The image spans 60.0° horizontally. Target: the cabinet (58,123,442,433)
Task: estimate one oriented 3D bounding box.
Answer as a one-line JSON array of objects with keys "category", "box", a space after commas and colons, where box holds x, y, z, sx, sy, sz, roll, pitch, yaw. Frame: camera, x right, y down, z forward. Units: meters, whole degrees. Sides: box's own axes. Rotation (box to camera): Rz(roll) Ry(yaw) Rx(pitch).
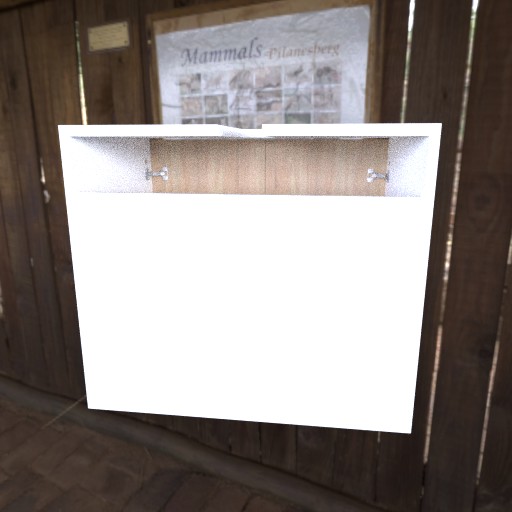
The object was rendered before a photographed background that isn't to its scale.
[{"category": "cabinet", "box": [0.000, 0.000, 0.943, 0.600, 0.522, 0.400, 2, 15, 7]}]
